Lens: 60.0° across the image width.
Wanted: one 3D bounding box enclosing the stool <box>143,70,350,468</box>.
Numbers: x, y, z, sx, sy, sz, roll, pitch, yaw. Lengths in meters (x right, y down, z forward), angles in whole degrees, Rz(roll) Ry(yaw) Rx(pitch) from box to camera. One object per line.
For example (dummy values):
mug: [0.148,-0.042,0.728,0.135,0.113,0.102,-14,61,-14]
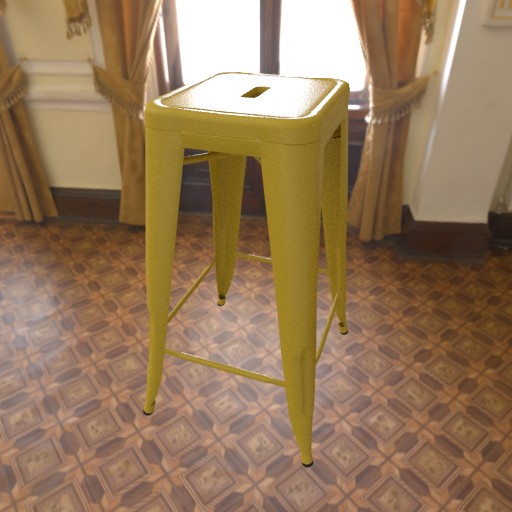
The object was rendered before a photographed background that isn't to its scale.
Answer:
stool: [0.000,0.000,0.849,0.359,0.609,0.399,11,34,16]
